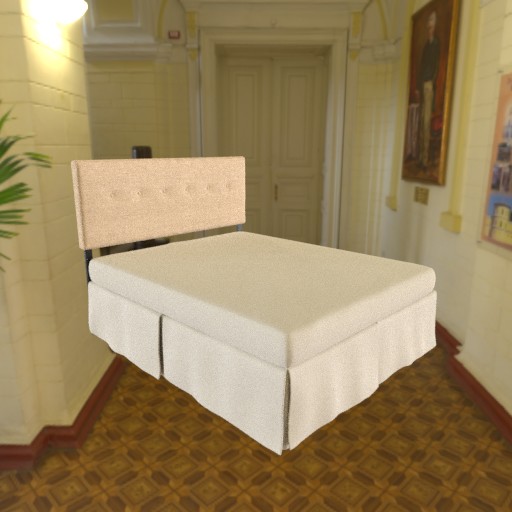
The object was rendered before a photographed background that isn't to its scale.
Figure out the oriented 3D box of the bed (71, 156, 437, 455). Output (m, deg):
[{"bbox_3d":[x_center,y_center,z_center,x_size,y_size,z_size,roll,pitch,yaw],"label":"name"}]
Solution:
[{"bbox_3d":[0.000,0.000,3.025,1.978,1.270,1.643,13,19,43],"label":"bed"}]
